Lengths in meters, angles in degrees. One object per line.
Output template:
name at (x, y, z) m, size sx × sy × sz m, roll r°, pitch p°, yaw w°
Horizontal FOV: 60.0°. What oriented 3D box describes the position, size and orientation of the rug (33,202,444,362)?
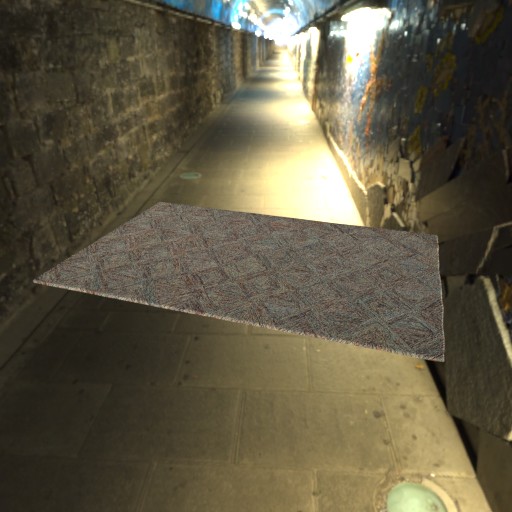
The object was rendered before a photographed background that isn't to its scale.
rug at (0.000, 0.000, 2.245) m, size 1.761 × 0.014 × 1.143 m, roll 8°, pitch 27°, yaw 17°
